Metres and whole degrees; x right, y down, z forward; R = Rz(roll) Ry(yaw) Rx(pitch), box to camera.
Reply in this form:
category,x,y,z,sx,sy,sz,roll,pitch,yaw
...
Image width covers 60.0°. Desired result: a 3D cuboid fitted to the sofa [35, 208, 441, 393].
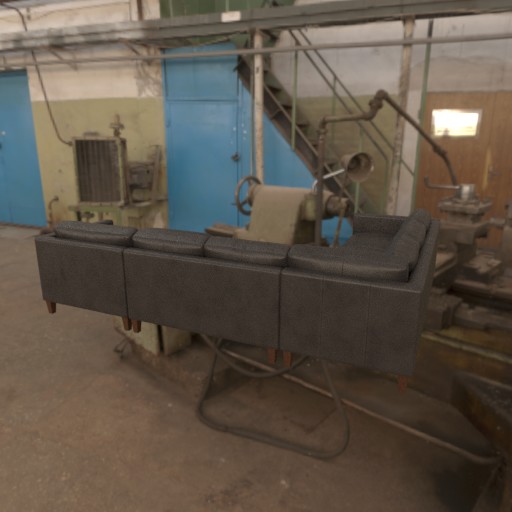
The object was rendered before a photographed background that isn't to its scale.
category,x,y,z,sx,sy,sz,roll,pitch,yaw
sofa,0.000,0.000,4.505,3.324,0.891,2.452,7,17,23
